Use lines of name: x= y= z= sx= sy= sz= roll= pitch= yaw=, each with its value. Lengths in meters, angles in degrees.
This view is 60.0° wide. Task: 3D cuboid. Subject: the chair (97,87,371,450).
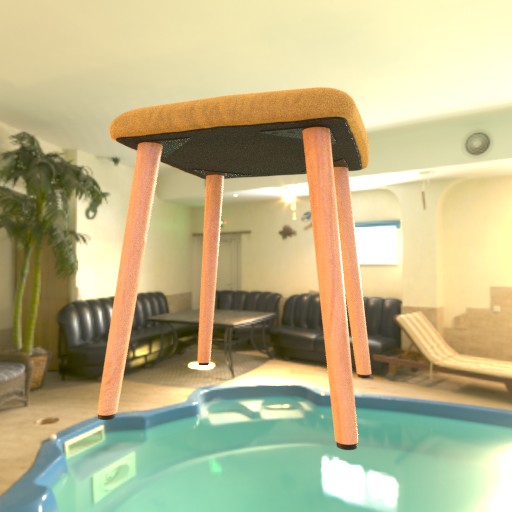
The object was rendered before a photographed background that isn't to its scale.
chair: x=0.000 y=0.000 z=0.710 sx=0.350 sy=0.440 sz=0.350 roll=0 pitch=-1 yaw=17
